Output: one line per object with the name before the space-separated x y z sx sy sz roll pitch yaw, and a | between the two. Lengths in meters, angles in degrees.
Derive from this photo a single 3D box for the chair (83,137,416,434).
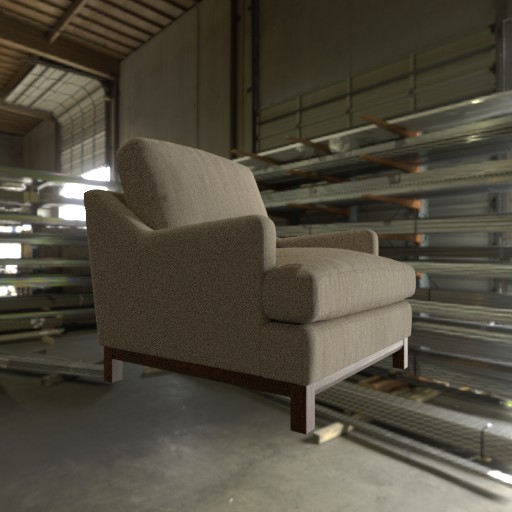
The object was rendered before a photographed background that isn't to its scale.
chair | 0.000 0.000 1.748 1.001 0.916 0.912 0 0 36
